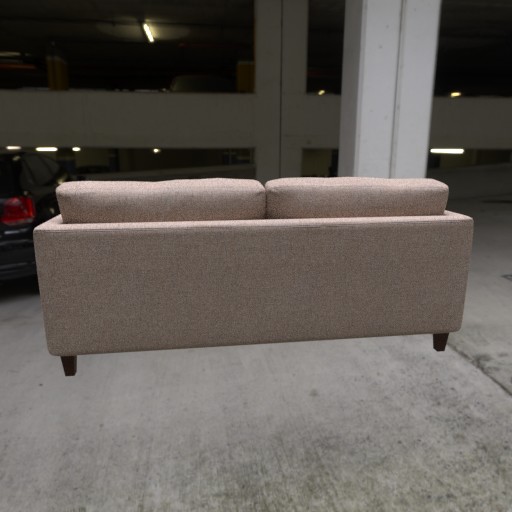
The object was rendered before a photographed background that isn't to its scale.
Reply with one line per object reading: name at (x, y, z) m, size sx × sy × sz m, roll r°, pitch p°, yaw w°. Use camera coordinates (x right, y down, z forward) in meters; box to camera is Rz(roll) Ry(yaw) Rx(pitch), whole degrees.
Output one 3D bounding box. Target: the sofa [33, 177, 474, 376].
sofa at (0.000, 0.000, 2.667) m, size 2.208 × 0.965 × 0.951 m, roll -2°, pitch 14°, yaw -8°
